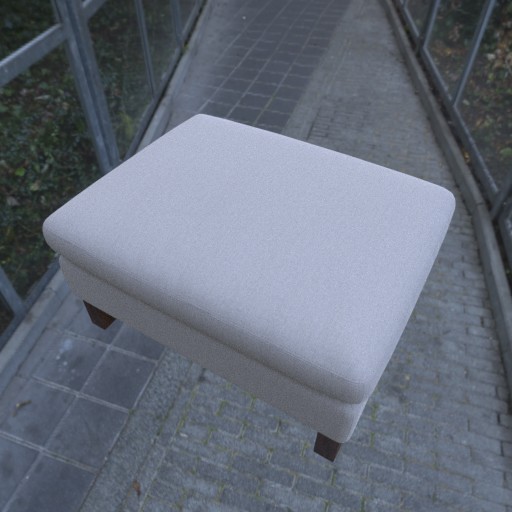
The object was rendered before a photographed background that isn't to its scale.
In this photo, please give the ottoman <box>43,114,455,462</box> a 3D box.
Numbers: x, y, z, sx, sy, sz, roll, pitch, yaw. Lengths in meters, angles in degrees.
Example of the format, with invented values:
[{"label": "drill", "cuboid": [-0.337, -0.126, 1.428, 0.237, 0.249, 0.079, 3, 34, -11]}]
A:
[{"label": "ottoman", "cuboid": [0.000, 0.000, 1.096, 0.771, 0.420, 0.606, 23, 49, 21]}]
